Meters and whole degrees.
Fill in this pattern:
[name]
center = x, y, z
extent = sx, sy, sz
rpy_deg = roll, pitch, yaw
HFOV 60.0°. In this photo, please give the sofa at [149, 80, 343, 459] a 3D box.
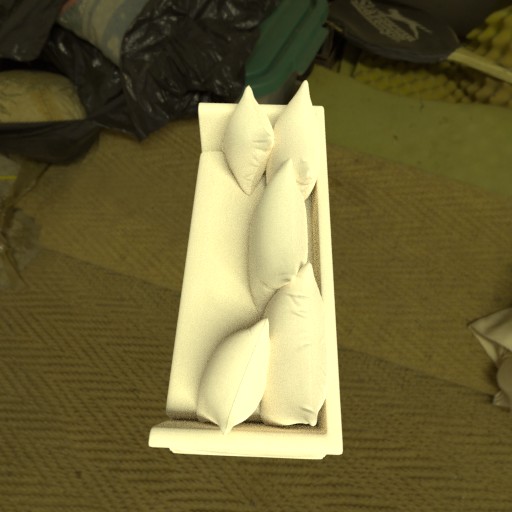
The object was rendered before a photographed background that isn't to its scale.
[sofa]
center = 0.000, 0.000, 3.009
extent = 1.030, 1.042, 2.484
rpy_deg = 2, 60, 1
